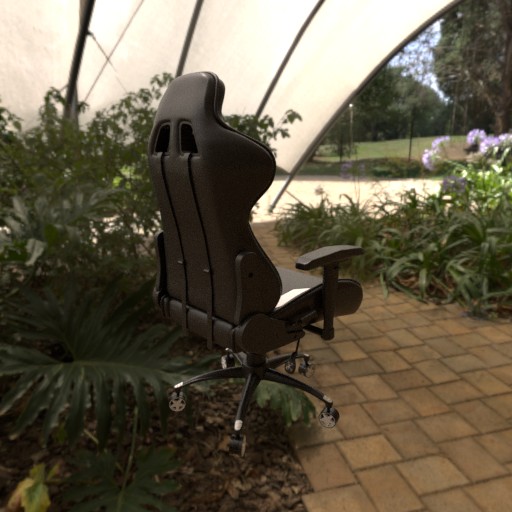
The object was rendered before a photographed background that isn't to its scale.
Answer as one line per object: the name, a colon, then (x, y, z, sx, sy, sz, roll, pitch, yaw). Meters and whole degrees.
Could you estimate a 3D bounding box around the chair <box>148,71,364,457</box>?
chair: (0.000, 0.000, 1.727, 0.695, 1.285, 0.730, -13, 19, -42)
